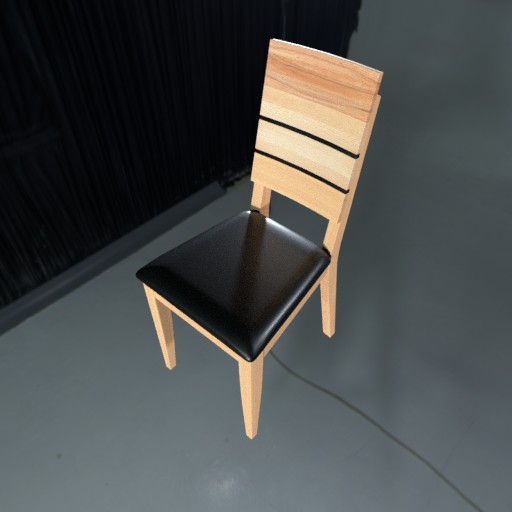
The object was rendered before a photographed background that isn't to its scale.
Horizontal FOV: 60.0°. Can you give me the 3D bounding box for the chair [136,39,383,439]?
[{"bbox_3d":[0.000,0.000,1.212,0.410,0.940,0.520,31,53,27],"label":"chair"}]
